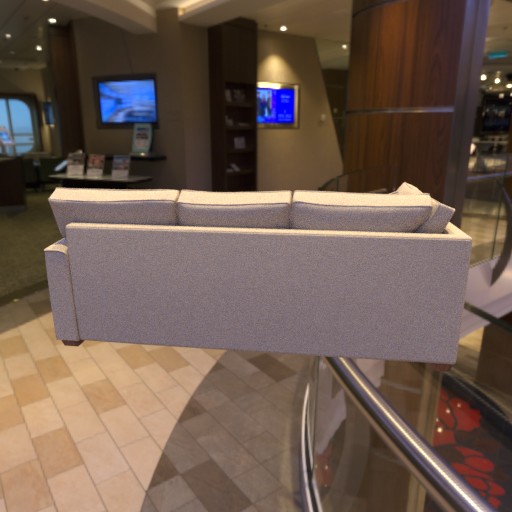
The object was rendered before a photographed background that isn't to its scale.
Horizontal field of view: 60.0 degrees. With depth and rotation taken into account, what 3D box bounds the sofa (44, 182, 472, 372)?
[{"bbox_3d":[0.000,0.000,2.900,2.317,0.962,1.061,2,16,7],"label":"sofa"}]
